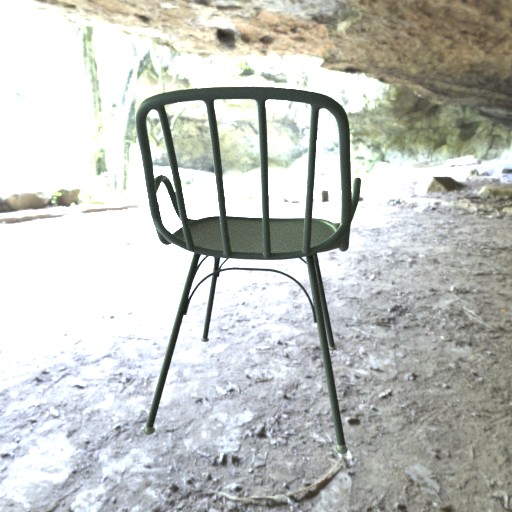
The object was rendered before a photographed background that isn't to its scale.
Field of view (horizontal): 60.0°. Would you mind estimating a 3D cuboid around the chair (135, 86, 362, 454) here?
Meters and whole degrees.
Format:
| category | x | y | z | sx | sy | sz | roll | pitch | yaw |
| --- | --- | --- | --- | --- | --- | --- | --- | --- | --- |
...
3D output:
| category | x | y | z | sx | sy | sz | roll | pitch | yaw |
| --- | --- | --- | --- | --- | --- | --- | --- | --- | --- |
| chair | 0.000 | 0.000 | 1.212 | 0.549 | 0.816 | 0.597 | 2 | 16 | 8 |
